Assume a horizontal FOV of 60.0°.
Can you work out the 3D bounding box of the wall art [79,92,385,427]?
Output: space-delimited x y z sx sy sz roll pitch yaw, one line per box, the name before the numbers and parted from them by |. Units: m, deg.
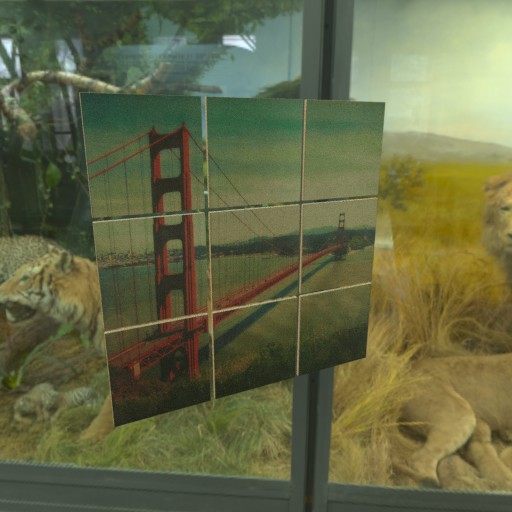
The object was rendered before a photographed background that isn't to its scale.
wall art | 0.000 0.000 1.796 1.217 1.207 0.016 -8 18 -25
